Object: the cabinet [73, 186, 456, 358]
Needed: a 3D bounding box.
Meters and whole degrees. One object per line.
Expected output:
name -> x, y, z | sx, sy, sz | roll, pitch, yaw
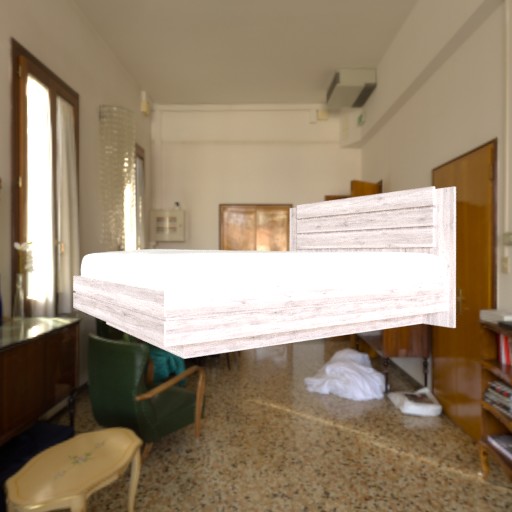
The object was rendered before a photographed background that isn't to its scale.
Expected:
cabinet -> 0.000, 0.000, 3.127 | 2.080, 0.970, 1.750 | 0, 0, -35
